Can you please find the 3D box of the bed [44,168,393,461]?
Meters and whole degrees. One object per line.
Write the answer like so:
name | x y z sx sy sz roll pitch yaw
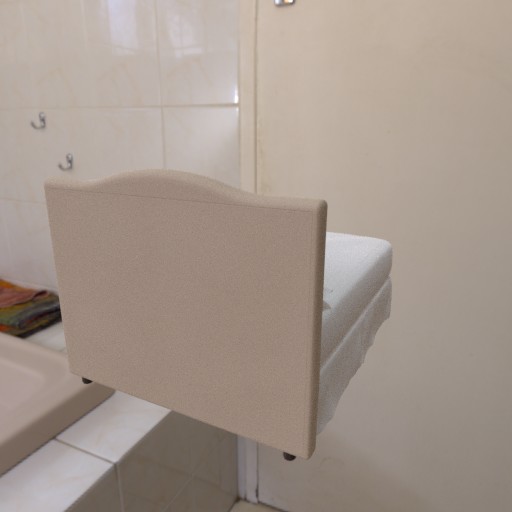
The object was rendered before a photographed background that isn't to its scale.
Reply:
bed | 0.000 0.000 3.166 1.678 1.398 2.052 9 19 27
